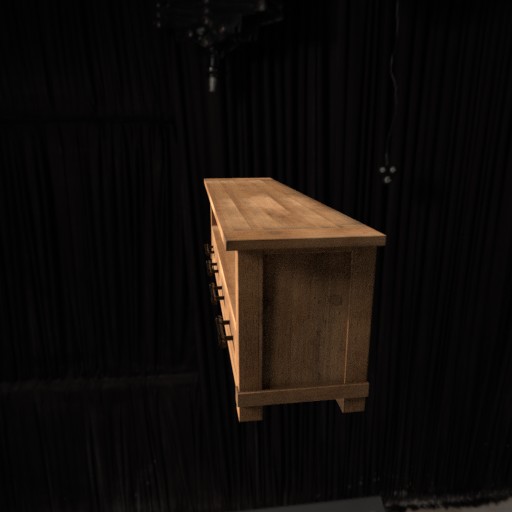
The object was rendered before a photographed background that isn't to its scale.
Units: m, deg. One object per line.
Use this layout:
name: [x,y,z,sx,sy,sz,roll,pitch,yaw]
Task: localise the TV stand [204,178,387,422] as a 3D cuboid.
TV stand: [0.000,0.000,2.093,0.453,0.573,1.804,-2,15,-8]
